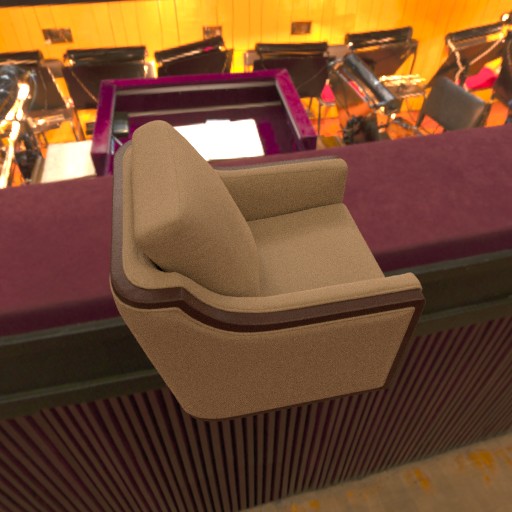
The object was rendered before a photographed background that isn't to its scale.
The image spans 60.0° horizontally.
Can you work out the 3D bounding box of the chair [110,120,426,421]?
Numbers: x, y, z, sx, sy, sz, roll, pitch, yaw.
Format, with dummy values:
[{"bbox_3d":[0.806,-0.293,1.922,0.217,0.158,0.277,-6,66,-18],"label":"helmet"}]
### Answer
[{"bbox_3d":[0.000,0.000,1.696,0.950,0.930,0.870,-8,46,-8],"label":"chair"}]
